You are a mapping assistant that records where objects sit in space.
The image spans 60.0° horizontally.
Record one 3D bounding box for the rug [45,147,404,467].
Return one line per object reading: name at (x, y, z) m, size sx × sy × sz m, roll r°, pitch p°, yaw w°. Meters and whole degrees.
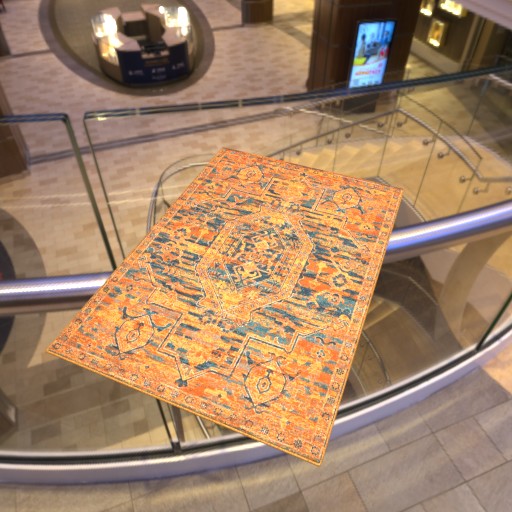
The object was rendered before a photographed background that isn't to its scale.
rug at (0.000, 0.000, 3.823) m, size 2.043 × 0.019 × 2.916 m, roll 17°, pitch 48°, yaw 16°
